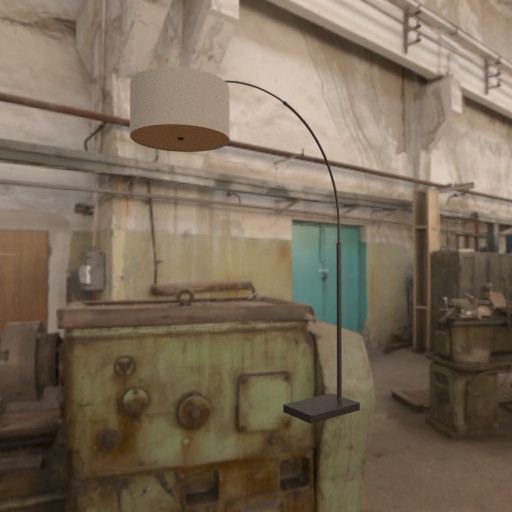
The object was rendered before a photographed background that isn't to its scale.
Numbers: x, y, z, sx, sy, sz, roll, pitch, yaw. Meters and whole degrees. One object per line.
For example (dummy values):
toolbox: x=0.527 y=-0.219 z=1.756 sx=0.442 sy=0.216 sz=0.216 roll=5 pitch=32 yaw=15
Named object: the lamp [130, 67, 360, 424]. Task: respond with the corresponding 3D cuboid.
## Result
lamp: x=0.000 y=0.000 z=2.492 sx=1.424 sy=1.927 sz=0.493 roll=1 pitch=-1 yaw=-35
